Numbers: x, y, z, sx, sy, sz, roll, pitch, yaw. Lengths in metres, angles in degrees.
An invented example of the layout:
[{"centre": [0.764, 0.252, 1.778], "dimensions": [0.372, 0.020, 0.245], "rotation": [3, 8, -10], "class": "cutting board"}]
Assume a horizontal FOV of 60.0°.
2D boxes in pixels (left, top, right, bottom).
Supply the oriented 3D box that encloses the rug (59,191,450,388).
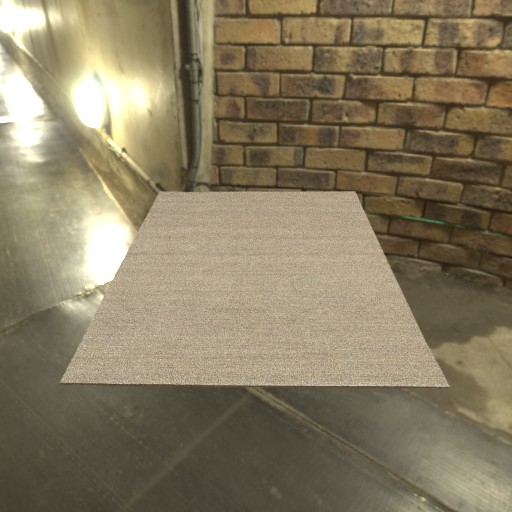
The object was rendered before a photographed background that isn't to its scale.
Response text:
[{"centre": [0.000, 0.000, 4.669], "dimensions": [2.757, 0.051, 3.626], "rotation": [0, 30, 1], "class": "rug"}]
